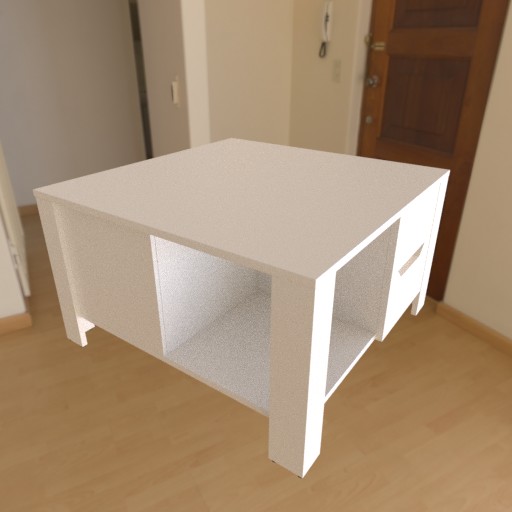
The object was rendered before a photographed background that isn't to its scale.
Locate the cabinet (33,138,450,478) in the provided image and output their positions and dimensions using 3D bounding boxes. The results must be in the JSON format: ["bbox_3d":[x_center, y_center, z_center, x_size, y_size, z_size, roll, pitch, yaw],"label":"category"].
[{"bbox_3d":[0.000,0.000,1.290,0.800,0.460,0.800,17,31,31],"label":"cabinet"}]
